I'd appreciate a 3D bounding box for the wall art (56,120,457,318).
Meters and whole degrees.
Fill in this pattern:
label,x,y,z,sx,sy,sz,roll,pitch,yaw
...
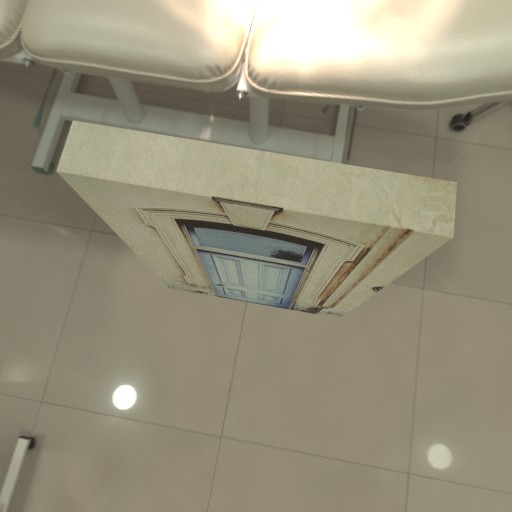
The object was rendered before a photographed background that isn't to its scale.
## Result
label,x,y,z,sx,sy,sz,roll,pitch,yaw
wall art,0.000,0.000,0.467,0.254,0.381,0.038,10,75,3
